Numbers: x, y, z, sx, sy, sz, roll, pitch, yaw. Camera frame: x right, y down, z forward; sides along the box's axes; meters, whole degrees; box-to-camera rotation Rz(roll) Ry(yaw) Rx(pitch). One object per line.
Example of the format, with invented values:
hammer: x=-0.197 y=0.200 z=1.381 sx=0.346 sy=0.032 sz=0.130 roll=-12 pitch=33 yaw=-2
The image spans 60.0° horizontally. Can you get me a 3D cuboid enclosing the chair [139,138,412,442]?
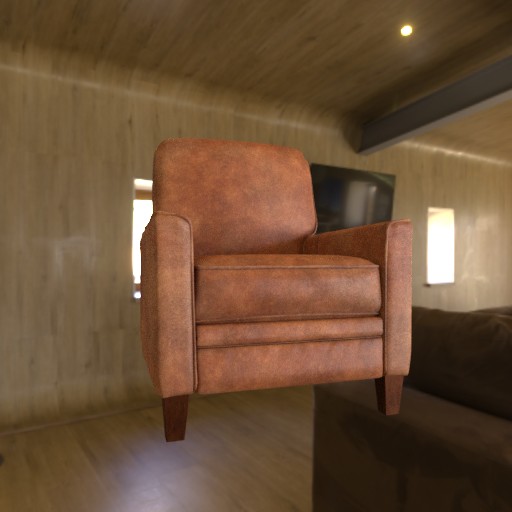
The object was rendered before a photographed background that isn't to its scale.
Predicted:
chair: x=0.000 y=0.000 z=1.687 sx=0.843 sy=1.043 sz=0.836 roll=0 pitch=0 yaw=-17
